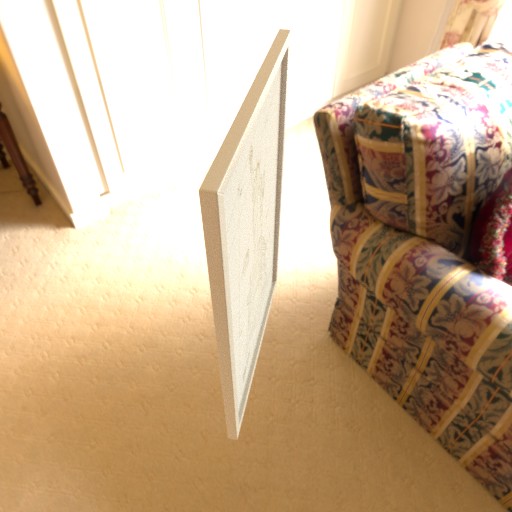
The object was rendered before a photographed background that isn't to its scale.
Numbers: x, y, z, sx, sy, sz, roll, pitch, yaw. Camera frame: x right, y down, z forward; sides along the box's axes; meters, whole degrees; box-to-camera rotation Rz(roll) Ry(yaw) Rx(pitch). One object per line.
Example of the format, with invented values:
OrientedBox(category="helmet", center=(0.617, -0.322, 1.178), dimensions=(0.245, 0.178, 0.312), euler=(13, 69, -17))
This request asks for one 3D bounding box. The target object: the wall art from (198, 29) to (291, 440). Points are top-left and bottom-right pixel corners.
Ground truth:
OrientedBox(category="wall art", center=(0.000, 0.000, 1.511), dimensions=(0.038, 1.183, 0.808), euler=(9, 47, 9))
